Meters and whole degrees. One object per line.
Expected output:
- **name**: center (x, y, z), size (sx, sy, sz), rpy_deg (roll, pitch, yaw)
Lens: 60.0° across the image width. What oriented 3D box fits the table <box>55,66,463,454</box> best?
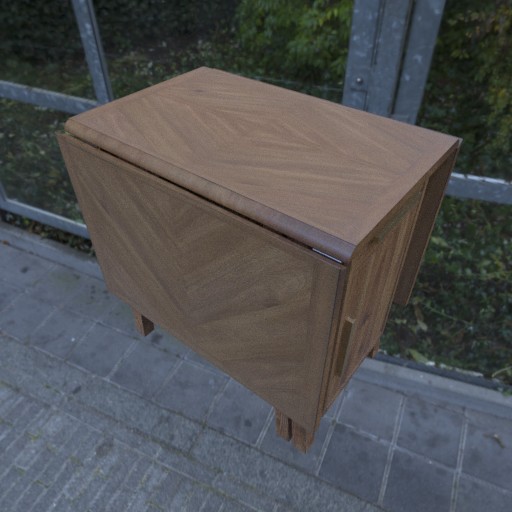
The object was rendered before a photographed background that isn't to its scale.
- **table**: center (0.000, 0.000, 1.603), size (0.967, 0.981, 0.701), rpy_deg (27, 48, 28)
